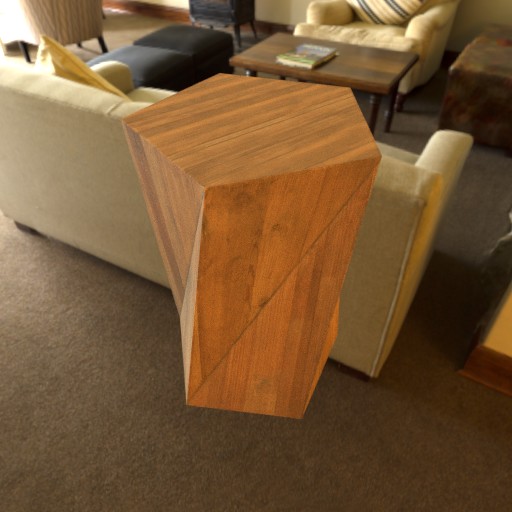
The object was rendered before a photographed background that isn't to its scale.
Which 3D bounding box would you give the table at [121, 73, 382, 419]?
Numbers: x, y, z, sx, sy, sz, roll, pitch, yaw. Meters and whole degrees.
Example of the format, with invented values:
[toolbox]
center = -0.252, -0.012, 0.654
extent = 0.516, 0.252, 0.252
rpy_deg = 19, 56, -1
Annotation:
[table]
center = 0.000, 0.000, 0.926
extent = 0.425, 0.604, 0.441
rpy_deg = -12, 43, -13
